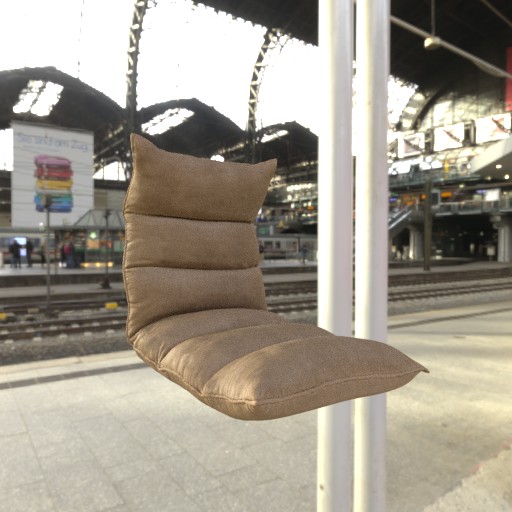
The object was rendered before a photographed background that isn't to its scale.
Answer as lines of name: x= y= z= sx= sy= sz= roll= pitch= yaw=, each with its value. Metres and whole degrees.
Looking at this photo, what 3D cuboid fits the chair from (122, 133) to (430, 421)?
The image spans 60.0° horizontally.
chair: x=0.000 y=0.000 z=1.595 sx=0.714 sy=0.892 sz=0.985 roll=-1 pitch=1 yaw=-36
